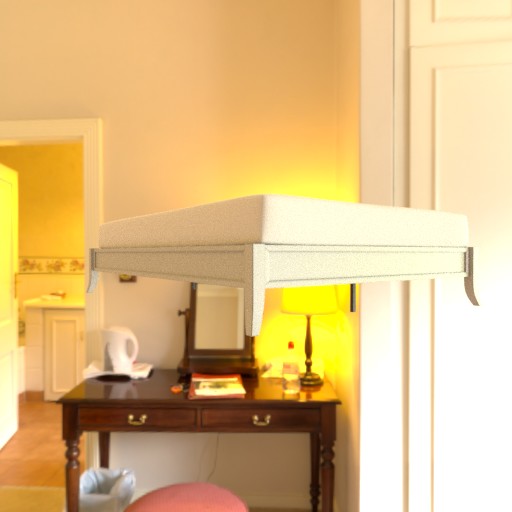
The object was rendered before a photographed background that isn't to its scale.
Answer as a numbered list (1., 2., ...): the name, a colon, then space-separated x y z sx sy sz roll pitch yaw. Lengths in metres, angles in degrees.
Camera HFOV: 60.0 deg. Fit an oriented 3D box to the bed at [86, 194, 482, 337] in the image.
1. bed: 0.000 0.000 2.671 1.460 0.510 1.985 0 0 -36
